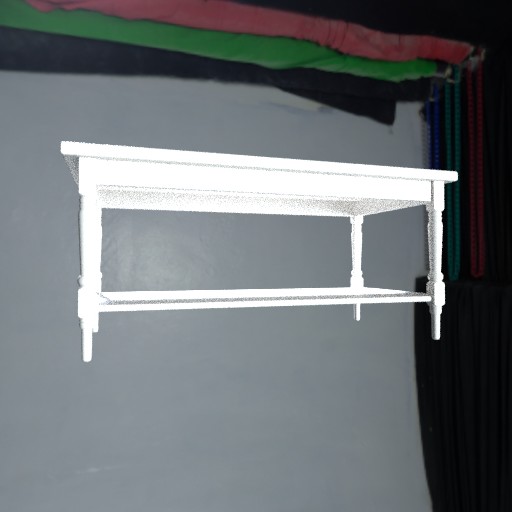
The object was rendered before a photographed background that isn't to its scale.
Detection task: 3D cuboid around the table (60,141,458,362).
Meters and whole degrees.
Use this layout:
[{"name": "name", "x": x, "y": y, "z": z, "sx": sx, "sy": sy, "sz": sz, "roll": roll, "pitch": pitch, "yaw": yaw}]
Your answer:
[{"name": "table", "x": 0.000, "y": 0.000, "z": 1.432, "sx": 1.107, "sy": 0.510, "sz": 0.550, "roll": 0, "pitch": -1, "yaw": -18}]
